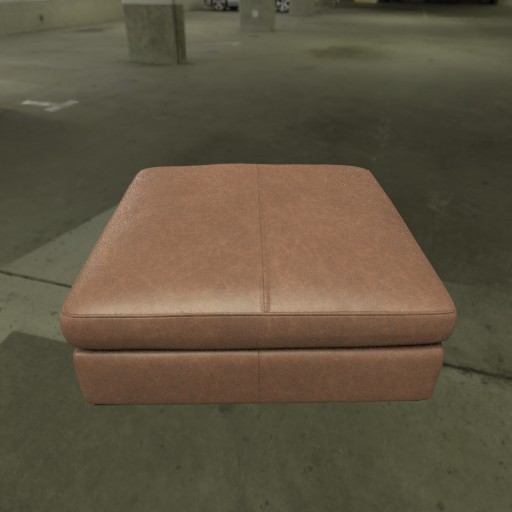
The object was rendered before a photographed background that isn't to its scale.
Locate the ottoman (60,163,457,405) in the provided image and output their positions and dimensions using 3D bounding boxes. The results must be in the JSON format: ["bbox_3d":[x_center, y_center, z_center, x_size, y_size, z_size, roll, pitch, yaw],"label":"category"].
[{"bbox_3d":[0.000,0.000,1.796,1.168,0.490,1.168,-1,32,-1],"label":"ottoman"}]
